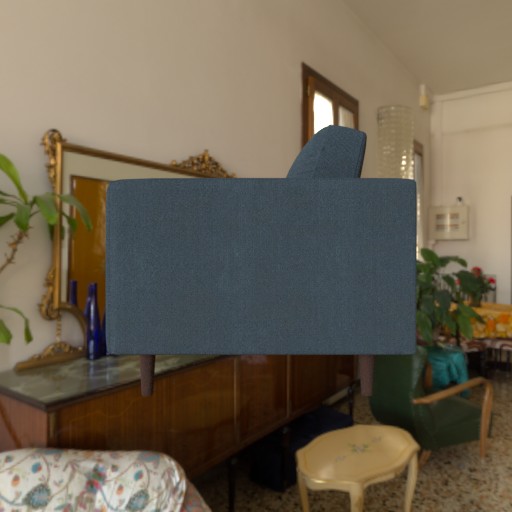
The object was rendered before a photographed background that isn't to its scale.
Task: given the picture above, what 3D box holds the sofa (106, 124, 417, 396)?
[{"bbox_3d":[0.000,0.000,2.126,0.999,0.930,1.518,0,0,0],"label":"sofa"}]
